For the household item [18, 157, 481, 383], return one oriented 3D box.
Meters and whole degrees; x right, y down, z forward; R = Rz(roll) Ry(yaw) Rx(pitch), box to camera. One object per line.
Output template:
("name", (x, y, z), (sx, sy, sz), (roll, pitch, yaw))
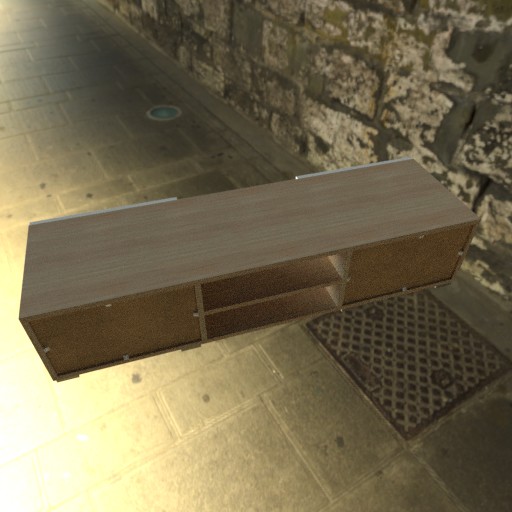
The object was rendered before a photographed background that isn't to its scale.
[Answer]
("household item", (0.000, 0.000, 1.536), (1.400, 0.310, 0.420), (-12, 44, -13))
